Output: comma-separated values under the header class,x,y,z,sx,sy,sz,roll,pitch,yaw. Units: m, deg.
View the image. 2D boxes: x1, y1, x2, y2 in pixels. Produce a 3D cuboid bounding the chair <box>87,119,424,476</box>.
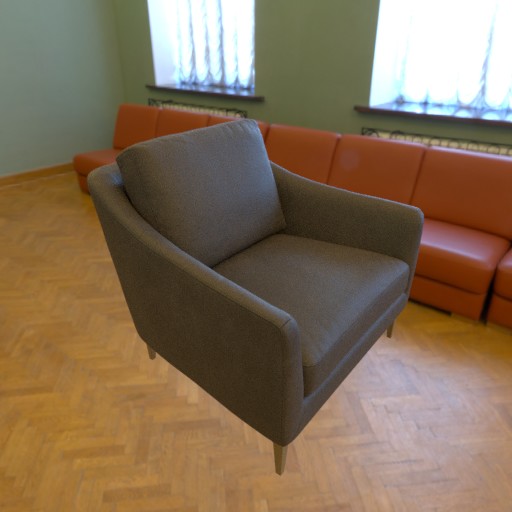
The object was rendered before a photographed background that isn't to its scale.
class,x,y,z,sx,sy,sz,roll,pitch,yaw
chair,0.000,0.000,1.698,0.961,0.901,0.988,19,32,33
